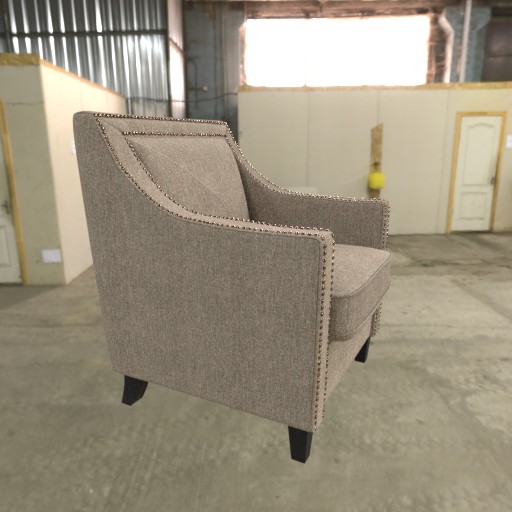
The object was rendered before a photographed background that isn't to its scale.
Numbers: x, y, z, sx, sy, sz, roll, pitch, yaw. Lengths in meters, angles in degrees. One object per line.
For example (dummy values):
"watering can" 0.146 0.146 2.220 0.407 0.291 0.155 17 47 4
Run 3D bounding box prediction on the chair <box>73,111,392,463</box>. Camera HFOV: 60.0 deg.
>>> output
"chair" 0.000 0.000 1.575 0.884 0.967 0.776 7 16 27
